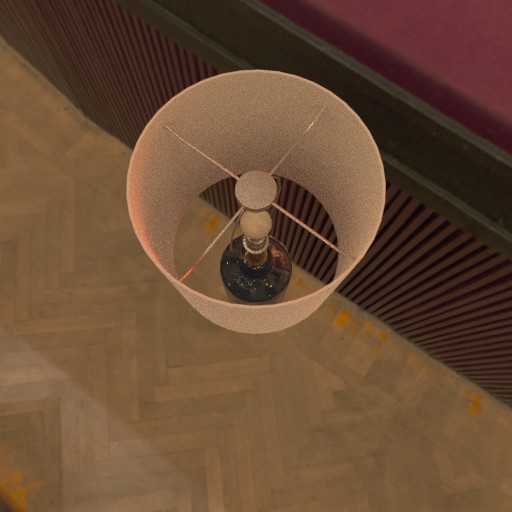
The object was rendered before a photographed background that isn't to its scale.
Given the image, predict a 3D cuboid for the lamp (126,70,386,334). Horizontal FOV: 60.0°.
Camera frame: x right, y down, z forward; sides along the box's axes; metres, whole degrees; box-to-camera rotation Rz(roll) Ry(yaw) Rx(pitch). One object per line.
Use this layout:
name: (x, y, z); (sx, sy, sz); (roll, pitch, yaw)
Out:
lamp: (0.000, 0.000, 0.575); (0.207, 0.461, 0.207); (37, 78, 9)
